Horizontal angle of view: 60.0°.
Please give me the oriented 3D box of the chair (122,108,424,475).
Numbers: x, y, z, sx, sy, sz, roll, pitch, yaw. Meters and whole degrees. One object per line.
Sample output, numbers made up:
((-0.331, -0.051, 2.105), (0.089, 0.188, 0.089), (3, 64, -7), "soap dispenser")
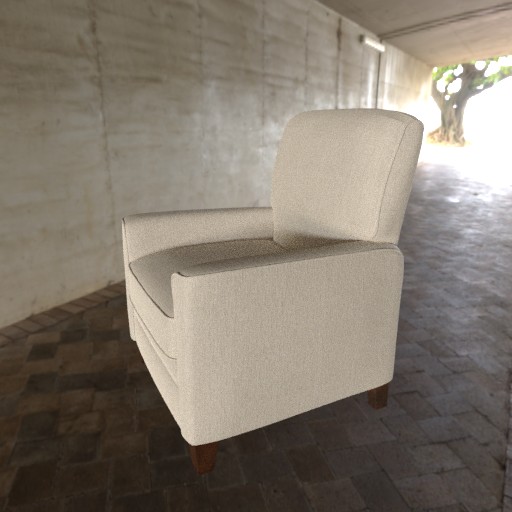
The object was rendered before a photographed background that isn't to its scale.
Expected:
((0.000, 0.000, 1.619), (0.858, 1.028, 0.841), (-9, 19, -26), "chair")
